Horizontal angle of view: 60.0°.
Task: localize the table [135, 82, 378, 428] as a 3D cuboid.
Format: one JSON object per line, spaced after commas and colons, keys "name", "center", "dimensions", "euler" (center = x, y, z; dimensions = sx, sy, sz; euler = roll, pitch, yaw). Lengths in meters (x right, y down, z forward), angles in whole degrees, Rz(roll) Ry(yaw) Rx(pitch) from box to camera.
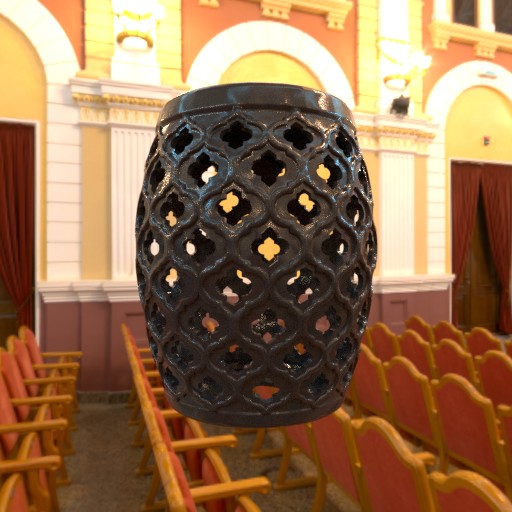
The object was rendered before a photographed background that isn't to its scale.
{"name": "table", "center": [0.000, 0.000, 0.615], "dimensions": [0.325, 0.388, 0.325], "euler": [0, 0, 0]}
